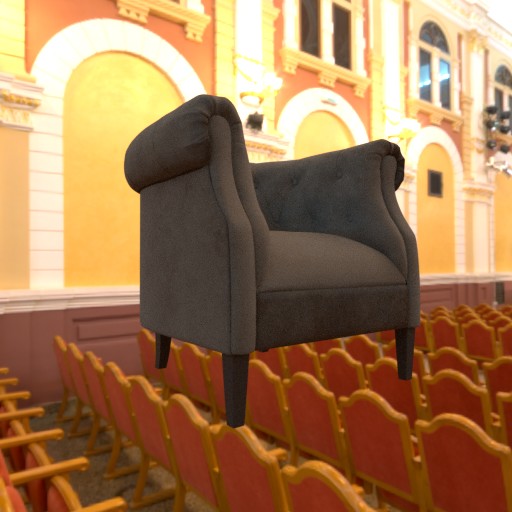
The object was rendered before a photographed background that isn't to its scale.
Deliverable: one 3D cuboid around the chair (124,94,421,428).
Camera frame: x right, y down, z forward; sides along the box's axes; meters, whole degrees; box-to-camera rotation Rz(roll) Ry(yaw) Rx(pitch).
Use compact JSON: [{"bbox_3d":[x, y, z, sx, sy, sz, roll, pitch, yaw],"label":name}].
[{"bbox_3d":[0.000,0.000,1.578,0.904,0.826,0.851,0,-1,-37],"label":"chair"}]
